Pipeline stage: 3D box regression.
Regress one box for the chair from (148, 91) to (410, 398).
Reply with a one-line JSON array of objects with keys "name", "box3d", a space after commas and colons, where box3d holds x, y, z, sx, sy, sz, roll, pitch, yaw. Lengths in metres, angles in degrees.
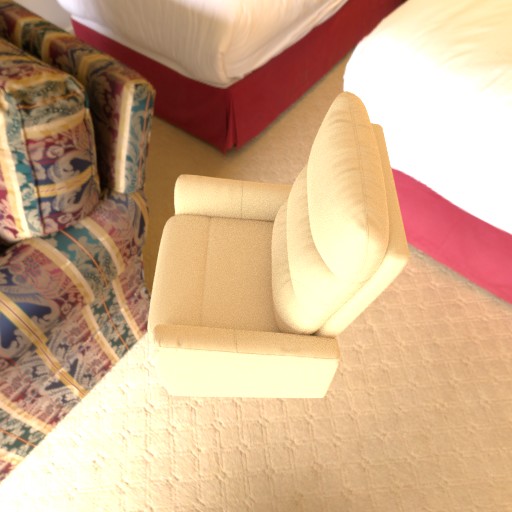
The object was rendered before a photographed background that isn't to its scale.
[{"name": "chair", "box3d": [0.000, 0.000, 1.658, 0.831, 1.082, 0.775, 1, 56, 1]}]
